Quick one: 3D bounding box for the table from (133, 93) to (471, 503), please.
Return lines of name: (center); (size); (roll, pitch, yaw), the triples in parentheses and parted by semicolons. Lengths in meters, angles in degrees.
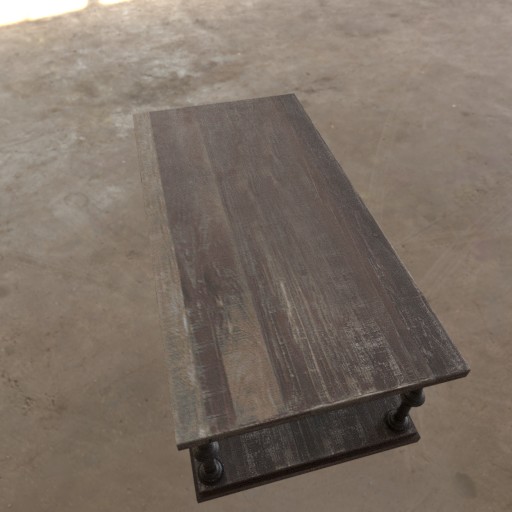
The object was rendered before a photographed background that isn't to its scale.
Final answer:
table: (0.000, 0.000, 1.277); (0.554, 0.373, 1.088); (-11, 49, -10)
